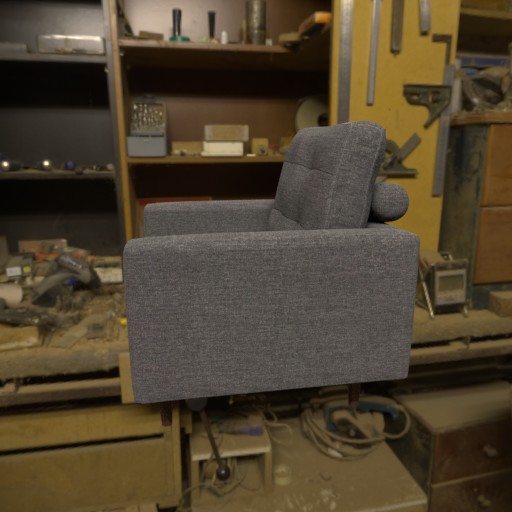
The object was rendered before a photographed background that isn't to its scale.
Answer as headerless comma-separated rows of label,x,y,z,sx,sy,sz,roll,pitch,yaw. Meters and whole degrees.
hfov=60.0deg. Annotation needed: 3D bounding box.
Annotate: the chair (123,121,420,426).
chair,0.000,0.000,1.544,0.843,0.880,0.821,-2,14,-10
